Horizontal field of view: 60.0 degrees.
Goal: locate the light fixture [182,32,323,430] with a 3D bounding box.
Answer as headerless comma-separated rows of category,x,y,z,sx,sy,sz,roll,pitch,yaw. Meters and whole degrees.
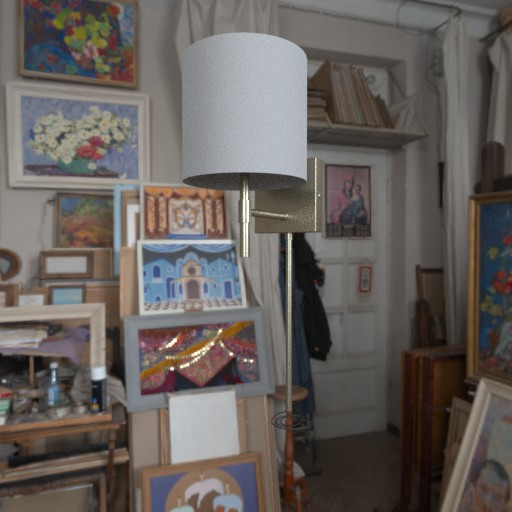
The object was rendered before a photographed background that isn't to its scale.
light fixture,0.000,0.000,0.704,0.188,0.589,0.248,1,1,35
